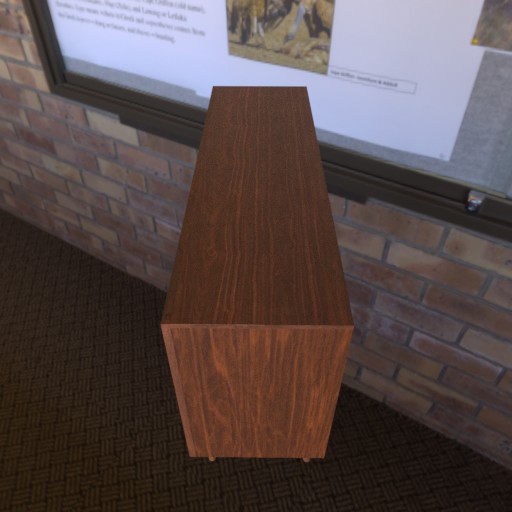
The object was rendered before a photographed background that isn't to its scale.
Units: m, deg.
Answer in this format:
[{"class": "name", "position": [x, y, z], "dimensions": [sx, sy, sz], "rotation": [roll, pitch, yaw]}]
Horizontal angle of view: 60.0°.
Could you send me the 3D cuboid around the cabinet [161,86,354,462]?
[{"class": "cabinet", "position": [0.000, 0.000, 2.005], "dimensions": [0.505, 0.940, 1.575], "rotation": [0, 42, 0]}]
